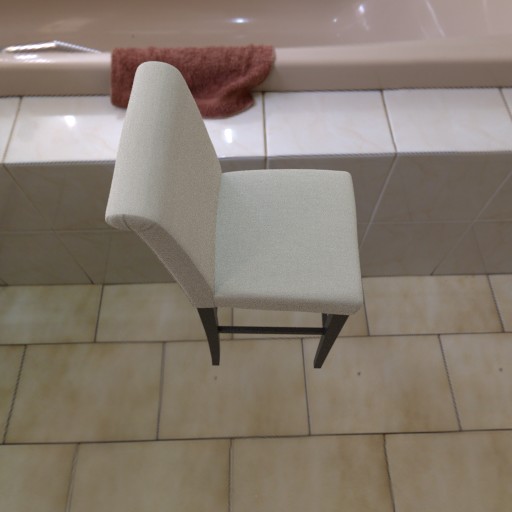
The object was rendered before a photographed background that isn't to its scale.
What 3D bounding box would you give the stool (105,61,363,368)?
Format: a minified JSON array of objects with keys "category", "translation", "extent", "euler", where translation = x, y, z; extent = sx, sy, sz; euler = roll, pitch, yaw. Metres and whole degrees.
[{"category":"stool","translation":[0.000,0.000,1.442],"extent":[0.597,1.124,0.452],"euler":[1,62,0]}]
